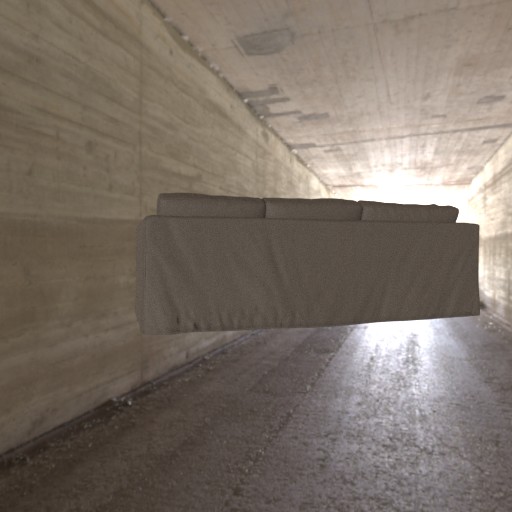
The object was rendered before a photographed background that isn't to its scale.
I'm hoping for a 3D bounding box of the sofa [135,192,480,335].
[{"bbox_3d":[0.000,0.000,4.561,2.476,0.878,3.528,0,1,-17],"label":"sofa"}]
